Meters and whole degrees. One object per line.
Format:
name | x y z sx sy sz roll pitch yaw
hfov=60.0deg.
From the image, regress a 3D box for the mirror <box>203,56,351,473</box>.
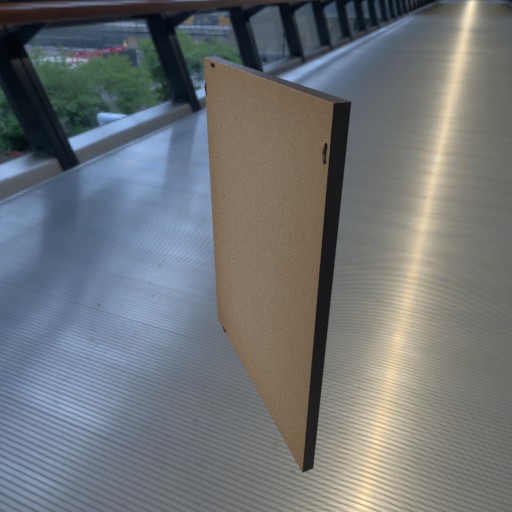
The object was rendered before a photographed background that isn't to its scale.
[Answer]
mirror | 0.000 0.000 1.319 0.041 1.016 0.762 -12 32 -19
